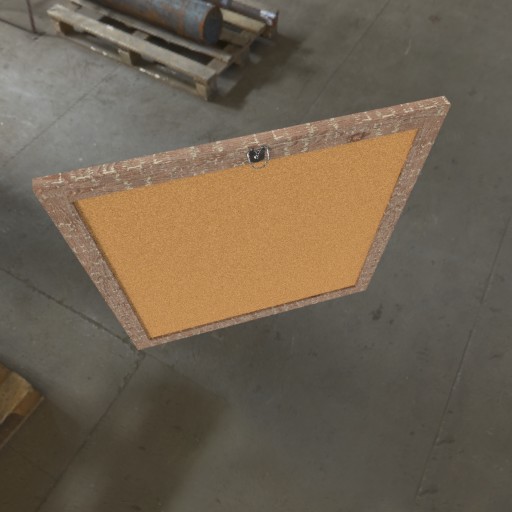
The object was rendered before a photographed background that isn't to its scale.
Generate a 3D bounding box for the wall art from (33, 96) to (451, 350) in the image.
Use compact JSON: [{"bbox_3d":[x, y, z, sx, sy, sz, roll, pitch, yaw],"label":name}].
[{"bbox_3d":[0.000,0.000,0.552,0.380,0.380,0.022,-14,59,-8],"label":"wall art"}]
